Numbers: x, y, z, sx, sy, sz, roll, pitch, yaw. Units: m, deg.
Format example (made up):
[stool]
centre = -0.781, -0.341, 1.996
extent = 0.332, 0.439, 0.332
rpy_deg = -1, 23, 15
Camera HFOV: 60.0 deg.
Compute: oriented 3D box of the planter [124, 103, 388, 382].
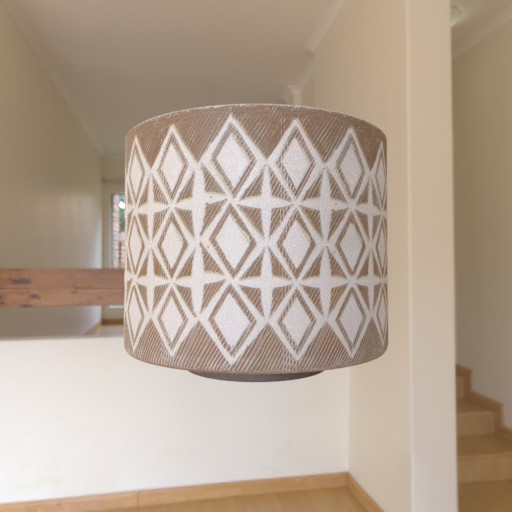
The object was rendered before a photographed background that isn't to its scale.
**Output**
[planter]
centre = 0.000, 0.000, 0.339
extent = 0.193, 0.165, 0.193
rpy_deg = 0, -1, 0
